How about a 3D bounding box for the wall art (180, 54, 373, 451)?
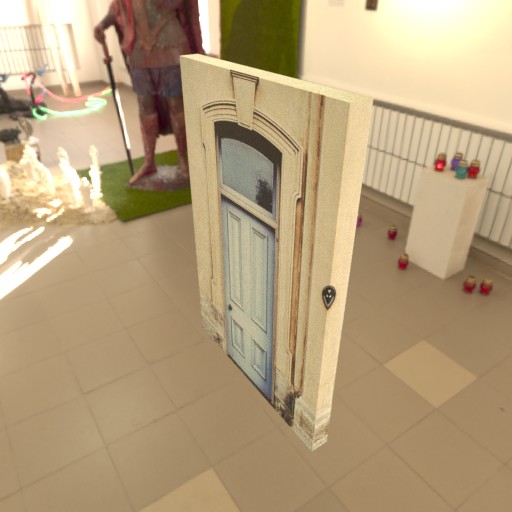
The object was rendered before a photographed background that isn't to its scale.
[{"bbox_3d":[0.000,0.000,0.782,0.036,0.607,0.403,-20,37,-29],"label":"wall art"}]
